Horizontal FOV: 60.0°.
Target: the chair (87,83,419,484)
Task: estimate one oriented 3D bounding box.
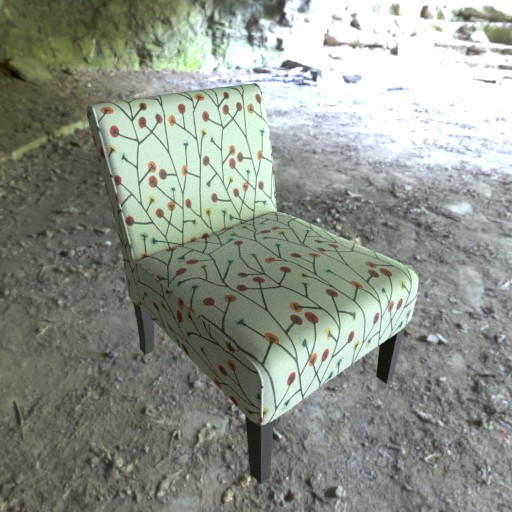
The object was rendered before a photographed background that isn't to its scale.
[{"bbox_3d":[0.000,0.000,1.282,0.597,0.813,0.732,-23,37,-34],"label":"chair"}]
